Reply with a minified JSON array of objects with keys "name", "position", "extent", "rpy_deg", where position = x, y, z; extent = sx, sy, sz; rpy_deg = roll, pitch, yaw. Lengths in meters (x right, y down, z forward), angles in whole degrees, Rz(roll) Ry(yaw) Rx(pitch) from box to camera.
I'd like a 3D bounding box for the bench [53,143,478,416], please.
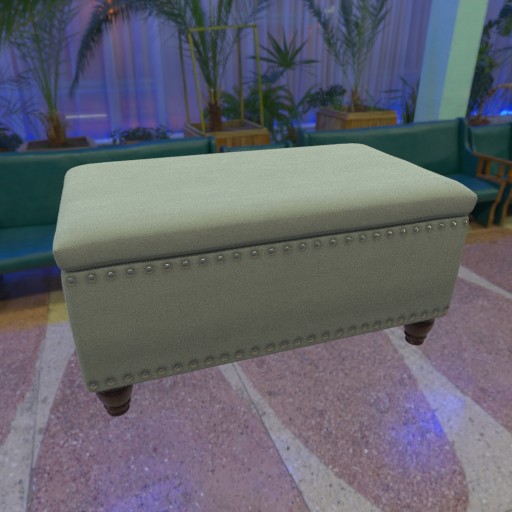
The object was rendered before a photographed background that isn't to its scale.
[{"name":"bench","position":[0.000,0.000,1.158],"extent":[0.887,0.449,0.500],"rpy_deg":[-9,28,-17]}]
